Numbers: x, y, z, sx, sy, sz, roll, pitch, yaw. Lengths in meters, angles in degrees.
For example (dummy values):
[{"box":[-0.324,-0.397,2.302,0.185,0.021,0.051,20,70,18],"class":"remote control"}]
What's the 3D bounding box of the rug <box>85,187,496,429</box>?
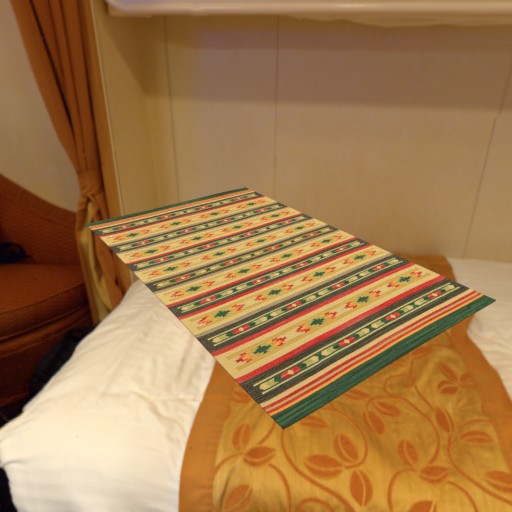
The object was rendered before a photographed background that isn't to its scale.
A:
[{"box":[0.000,0.000,2.945,1.520,0.011,2.447,-18,32,-31],"class":"rug"}]
